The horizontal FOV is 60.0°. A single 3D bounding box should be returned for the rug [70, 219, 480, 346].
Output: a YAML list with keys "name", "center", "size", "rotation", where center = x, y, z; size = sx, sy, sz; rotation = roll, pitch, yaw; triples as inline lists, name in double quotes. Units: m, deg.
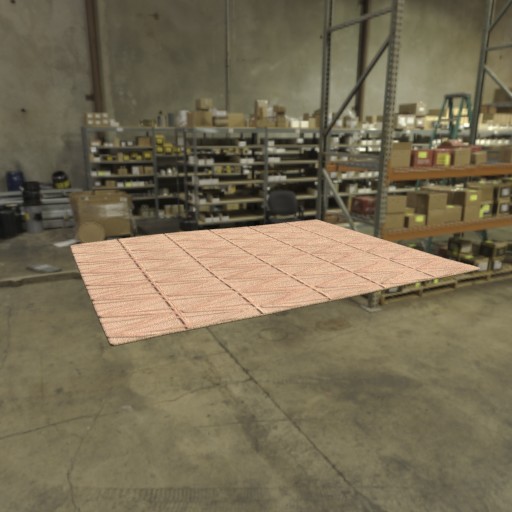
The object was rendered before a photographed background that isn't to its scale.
- name: "rug"
  center: [0.000, 0.000, 4.153]
  size: [3.052, 0.043, 2.453]
  rotation: [-8, 18, -26]
